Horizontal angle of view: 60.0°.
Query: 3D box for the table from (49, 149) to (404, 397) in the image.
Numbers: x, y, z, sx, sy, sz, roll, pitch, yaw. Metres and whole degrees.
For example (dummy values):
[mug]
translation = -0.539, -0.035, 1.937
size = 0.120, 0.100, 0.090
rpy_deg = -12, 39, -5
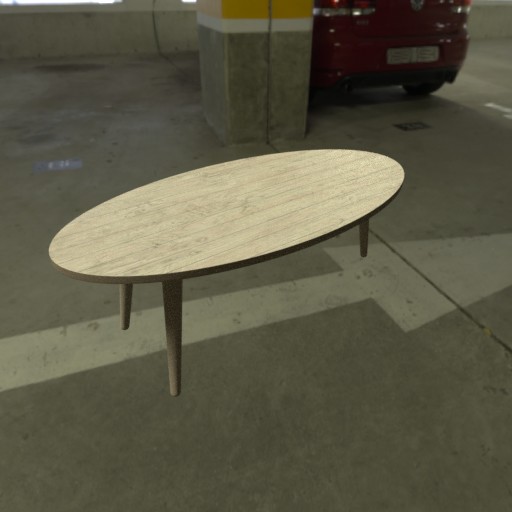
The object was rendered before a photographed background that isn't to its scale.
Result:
[table]
translation = 0.000, 0.000, 1.315
size = 1.083, 0.390, 0.542
rpy_deg = -22, 38, -31
